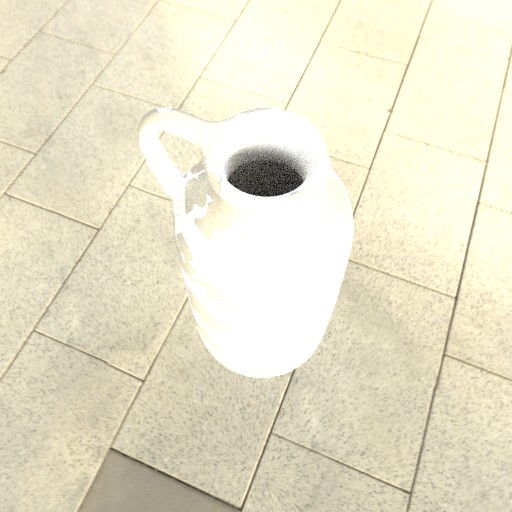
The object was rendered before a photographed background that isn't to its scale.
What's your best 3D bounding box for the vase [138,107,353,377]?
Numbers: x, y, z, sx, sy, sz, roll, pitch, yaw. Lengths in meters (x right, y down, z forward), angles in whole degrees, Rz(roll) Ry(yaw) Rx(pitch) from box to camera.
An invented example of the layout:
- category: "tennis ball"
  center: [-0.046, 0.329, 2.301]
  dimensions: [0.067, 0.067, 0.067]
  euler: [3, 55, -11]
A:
- category: "vase"
  center: [0.000, 0.000, 0.481]
  dimensions: [0.203, 0.382, 0.186]
  euler: [18, 66, 9]
